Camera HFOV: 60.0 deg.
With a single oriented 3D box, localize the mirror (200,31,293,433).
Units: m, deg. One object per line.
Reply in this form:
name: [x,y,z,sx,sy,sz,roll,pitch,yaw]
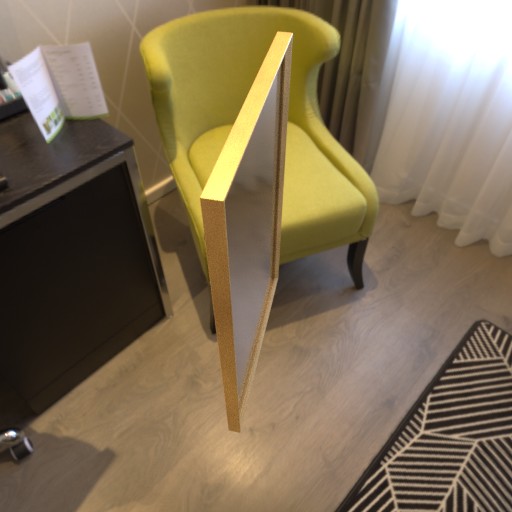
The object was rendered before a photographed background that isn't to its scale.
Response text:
mirror: [0.000,0.000,1.185,0.041,0.915,0.609,10,49,8]
